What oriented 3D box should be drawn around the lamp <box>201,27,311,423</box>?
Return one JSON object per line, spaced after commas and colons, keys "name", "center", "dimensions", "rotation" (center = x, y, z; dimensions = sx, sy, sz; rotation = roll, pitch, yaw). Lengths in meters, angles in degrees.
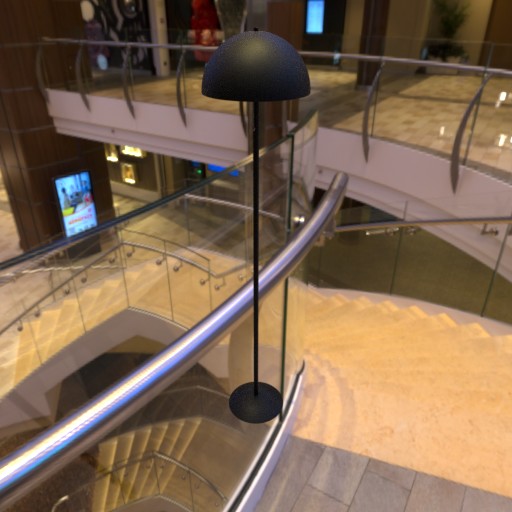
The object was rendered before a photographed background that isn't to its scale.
{"name": "lamp", "center": [0.000, 0.000, 1.614], "dimensions": [0.328, 1.480, 0.328], "rotation": [-7, 30, -13]}
